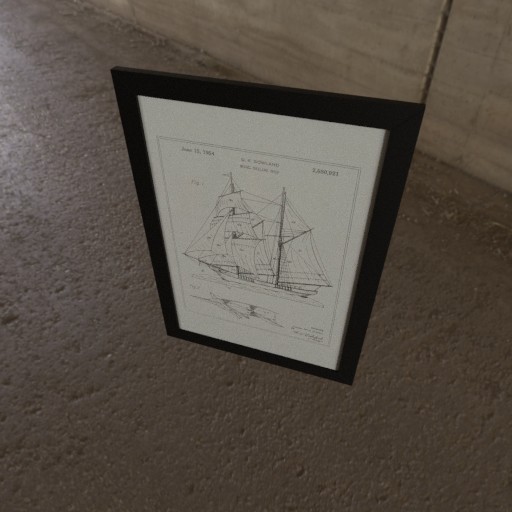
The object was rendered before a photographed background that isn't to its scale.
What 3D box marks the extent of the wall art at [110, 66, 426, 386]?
[{"bbox_3d":[0.000,0.000,0.596,0.326,0.459,0.011,12,43,13],"label":"wall art"}]
